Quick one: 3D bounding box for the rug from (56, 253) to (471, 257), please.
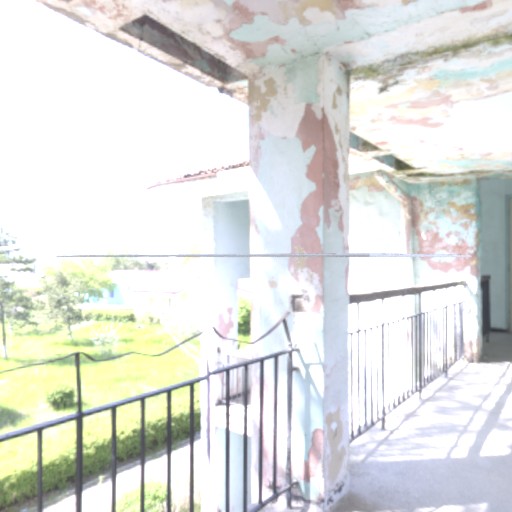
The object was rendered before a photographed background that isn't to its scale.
[{"bbox_3d":[0.000,0.000,2.896,2.275,0.014,1.514,0,0,38],"label":"rug"}]
